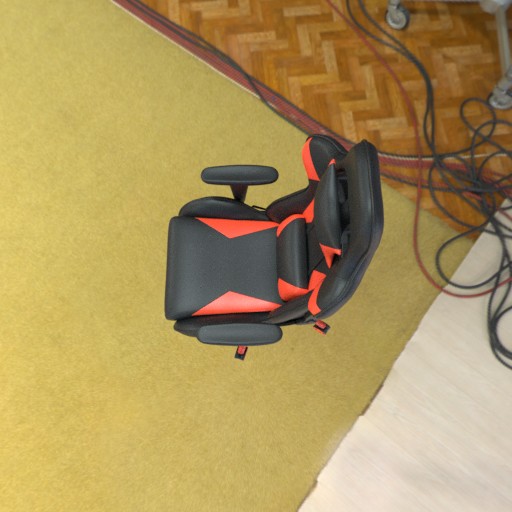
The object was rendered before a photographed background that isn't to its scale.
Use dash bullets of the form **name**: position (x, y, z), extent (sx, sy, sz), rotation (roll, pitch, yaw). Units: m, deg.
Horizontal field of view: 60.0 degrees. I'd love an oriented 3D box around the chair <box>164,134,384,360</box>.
- **chair**: position (0.000, 0.000, 1.653), extent (0.730, 1.282, 0.695), rotation (0, 74, 0)
